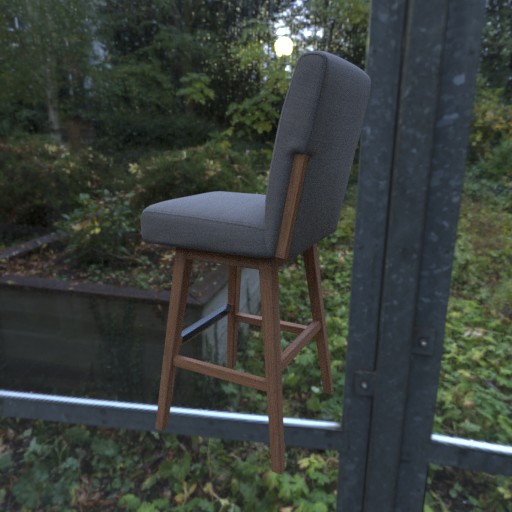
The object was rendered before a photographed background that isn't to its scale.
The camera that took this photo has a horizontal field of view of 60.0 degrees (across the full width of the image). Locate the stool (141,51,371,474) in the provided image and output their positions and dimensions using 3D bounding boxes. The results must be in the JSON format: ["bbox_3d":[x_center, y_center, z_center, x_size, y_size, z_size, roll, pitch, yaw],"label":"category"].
[{"bbox_3d":[0.000,0.000,1.399,0.570,1.112,0.483,8,17,26],"label":"stool"}]
